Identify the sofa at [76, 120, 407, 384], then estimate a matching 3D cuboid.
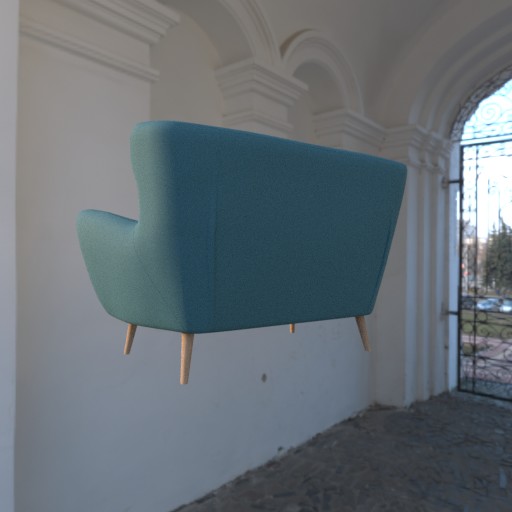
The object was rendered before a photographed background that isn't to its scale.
[{"bbox_3d":[0.000,0.000,2.017,1.397,0.889,0.889,0,0,-35],"label":"sofa"}]
